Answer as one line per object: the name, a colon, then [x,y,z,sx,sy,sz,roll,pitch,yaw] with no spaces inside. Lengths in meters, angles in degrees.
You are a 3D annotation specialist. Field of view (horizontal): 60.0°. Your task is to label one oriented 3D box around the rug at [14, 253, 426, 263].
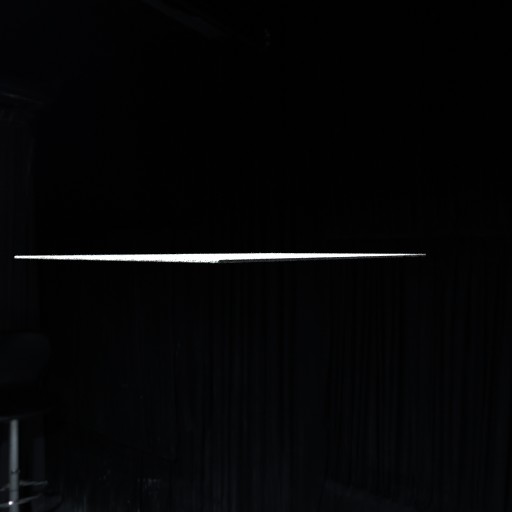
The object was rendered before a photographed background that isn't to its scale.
rug: [0.000,0.000,2.981,1.530,0.012,2.444,1,1,37]
